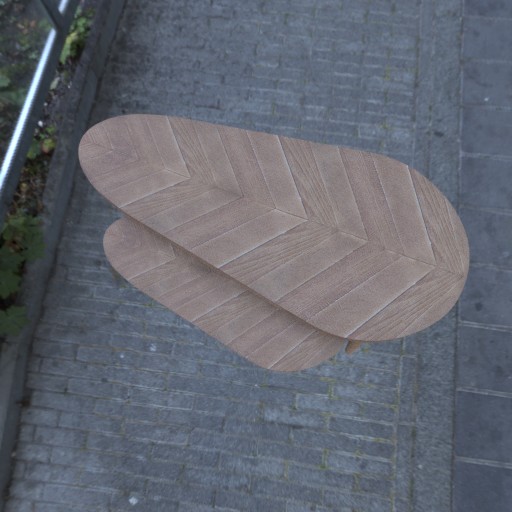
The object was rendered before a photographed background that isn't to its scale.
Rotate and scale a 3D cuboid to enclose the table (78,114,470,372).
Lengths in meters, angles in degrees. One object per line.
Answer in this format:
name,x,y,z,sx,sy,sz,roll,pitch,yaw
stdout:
table,0.000,0.000,1.546,1.190,0.595,0.701,21,75,6
